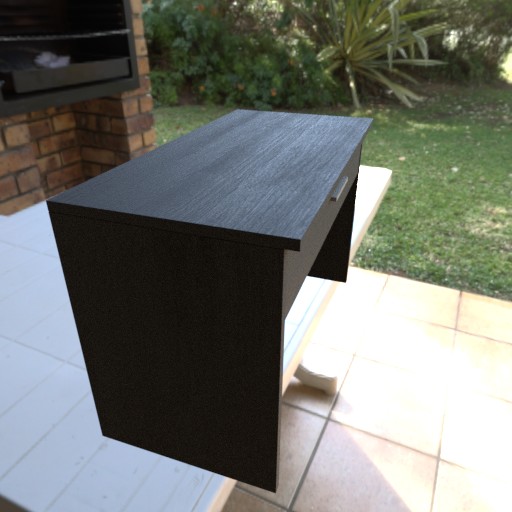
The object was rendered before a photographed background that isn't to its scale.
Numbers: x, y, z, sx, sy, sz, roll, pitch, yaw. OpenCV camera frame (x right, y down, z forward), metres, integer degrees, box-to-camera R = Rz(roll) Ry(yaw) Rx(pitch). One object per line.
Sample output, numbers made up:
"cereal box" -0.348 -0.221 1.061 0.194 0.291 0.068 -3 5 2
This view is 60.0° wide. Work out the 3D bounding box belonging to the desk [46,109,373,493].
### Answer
"desk" 0.000 0.000 1.488 0.557 0.729 1.099 10 30 17
